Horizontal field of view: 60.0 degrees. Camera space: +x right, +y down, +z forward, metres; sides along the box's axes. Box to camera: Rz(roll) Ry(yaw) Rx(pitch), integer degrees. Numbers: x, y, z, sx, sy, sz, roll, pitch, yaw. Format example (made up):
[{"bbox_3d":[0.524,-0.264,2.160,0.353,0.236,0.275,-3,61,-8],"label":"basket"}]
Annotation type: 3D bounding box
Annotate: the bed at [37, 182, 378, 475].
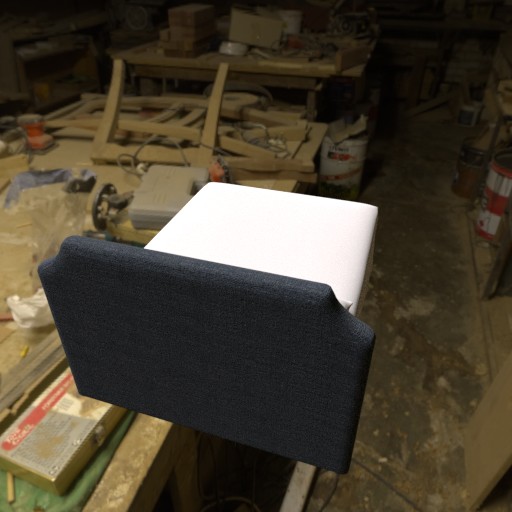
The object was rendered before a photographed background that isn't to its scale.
[{"bbox_3d":[0.000,0.000,3.272,1.828,1.297,2.208,11,36,15],"label":"bed"}]
